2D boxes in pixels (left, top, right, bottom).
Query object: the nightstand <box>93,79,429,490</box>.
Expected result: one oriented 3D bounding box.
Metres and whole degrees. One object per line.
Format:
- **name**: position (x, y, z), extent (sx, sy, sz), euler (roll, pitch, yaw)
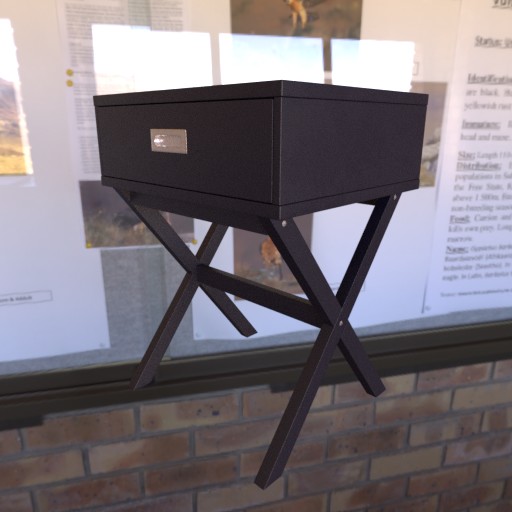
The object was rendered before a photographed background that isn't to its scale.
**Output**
- **nightstand**: position (0.000, 0.000, 0.910), extent (0.479, 0.623, 0.402), euler (16, 23, 42)
